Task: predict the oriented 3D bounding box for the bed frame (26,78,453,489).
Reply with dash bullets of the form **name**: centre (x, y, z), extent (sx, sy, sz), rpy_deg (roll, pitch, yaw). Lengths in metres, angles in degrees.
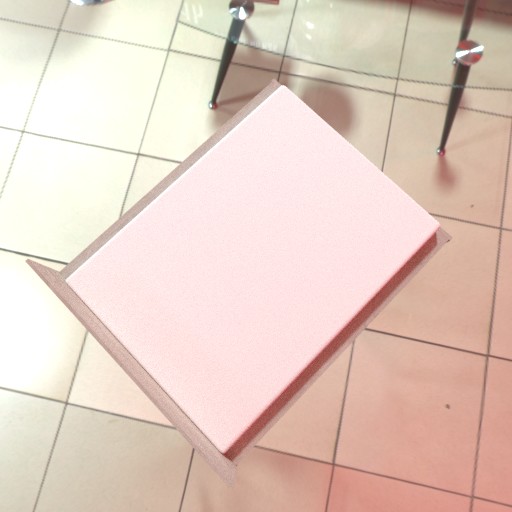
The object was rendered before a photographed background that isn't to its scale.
- **bed frame**: centre (0.000, 0.000, 2.848), extent (1.960, 0.800, 1.622), rpy_deg (-44, 81, -9)
